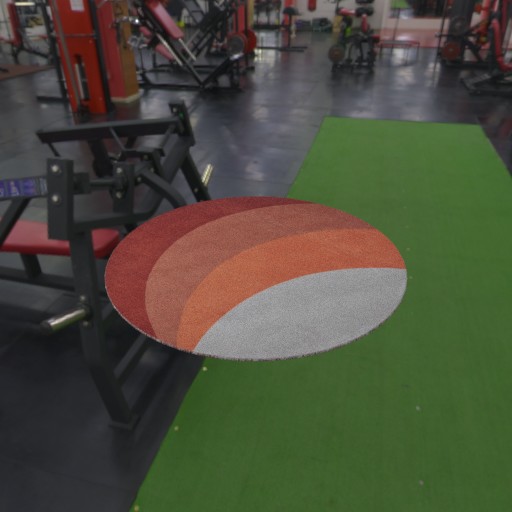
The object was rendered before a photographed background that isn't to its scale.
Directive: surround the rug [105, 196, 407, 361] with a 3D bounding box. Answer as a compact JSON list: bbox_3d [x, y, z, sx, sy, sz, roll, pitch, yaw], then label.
[{"bbox_3d":[0.000,0.000,2.311,1.514,0.015,1.514,0,31,0],"label":"rug"}]
